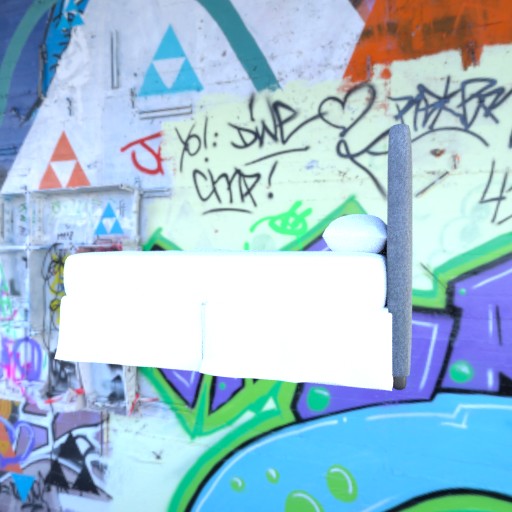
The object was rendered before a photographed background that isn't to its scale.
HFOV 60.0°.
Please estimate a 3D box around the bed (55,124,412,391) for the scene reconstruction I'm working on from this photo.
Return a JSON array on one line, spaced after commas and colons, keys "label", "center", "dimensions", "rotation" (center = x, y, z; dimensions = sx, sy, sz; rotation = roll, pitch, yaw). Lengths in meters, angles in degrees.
[{"label": "bed", "center": [0.000, 0.000, 3.222], "dimensions": [2.142, 1.330, 1.723], "rotation": [0, 1, 19]}]
